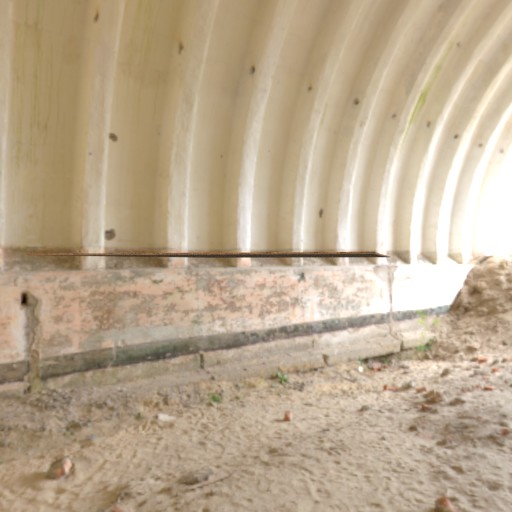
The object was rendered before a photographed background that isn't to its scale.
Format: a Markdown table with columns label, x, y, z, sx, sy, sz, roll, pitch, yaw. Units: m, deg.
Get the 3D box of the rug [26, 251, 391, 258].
| label | x | y | z | sx | sy | sz | roll | pitch | yaw |
| --- | --- | --- | --- | --- | --- | --- | --- | --- | --- |
| rug | 0.000 | 0.000 | 4.333 | 2.438 | 0.012 | 3.200 | 0 | -1 | 18 |
